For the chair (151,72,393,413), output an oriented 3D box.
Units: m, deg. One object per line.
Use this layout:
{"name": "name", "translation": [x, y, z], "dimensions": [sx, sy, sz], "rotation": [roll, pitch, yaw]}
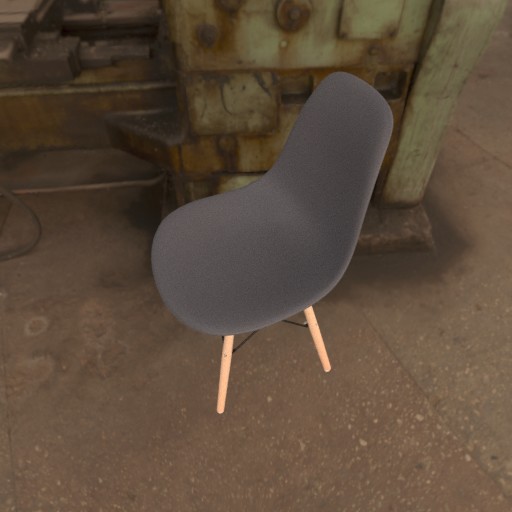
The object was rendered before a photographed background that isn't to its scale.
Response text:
{"name": "chair", "translation": [0.000, 0.000, 1.166], "dimensions": [0.533, 0.826, 0.470], "rotation": [-17, 49, -16]}
